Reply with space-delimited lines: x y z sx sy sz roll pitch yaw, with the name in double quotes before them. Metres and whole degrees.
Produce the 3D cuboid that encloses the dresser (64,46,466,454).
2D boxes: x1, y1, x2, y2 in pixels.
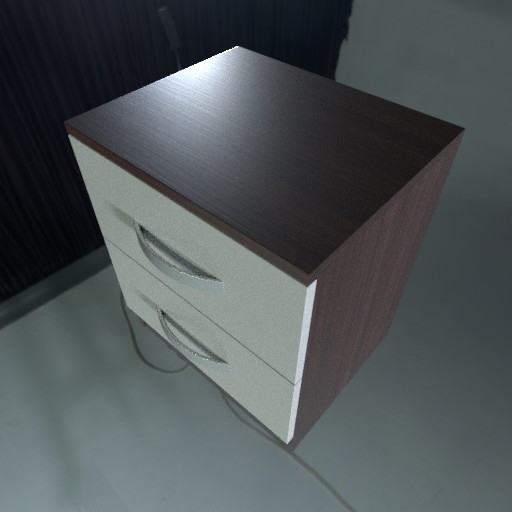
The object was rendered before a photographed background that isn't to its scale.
"dresser" 0.000 0.000 0.737 0.400 0.470 0.360 33 54 27
